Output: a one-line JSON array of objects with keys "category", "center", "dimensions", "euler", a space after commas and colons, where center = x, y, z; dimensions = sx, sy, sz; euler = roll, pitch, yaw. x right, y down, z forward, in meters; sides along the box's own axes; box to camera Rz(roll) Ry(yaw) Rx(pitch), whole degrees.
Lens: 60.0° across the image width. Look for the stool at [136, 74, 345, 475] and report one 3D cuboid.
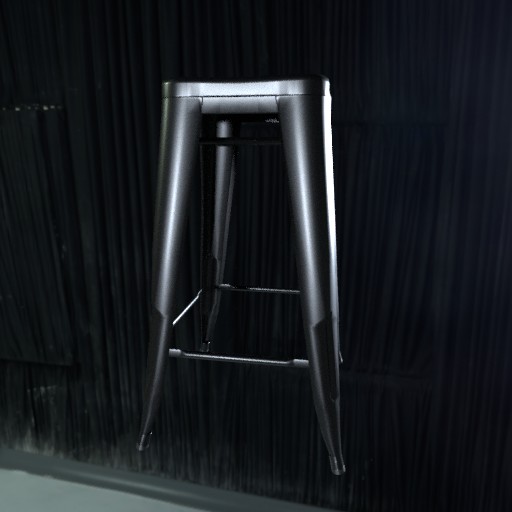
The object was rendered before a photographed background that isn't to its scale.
[{"category": "stool", "center": [0.000, 0.000, 0.848], "dimensions": [0.359, 0.609, 0.399], "euler": [2, 14, 9]}]
